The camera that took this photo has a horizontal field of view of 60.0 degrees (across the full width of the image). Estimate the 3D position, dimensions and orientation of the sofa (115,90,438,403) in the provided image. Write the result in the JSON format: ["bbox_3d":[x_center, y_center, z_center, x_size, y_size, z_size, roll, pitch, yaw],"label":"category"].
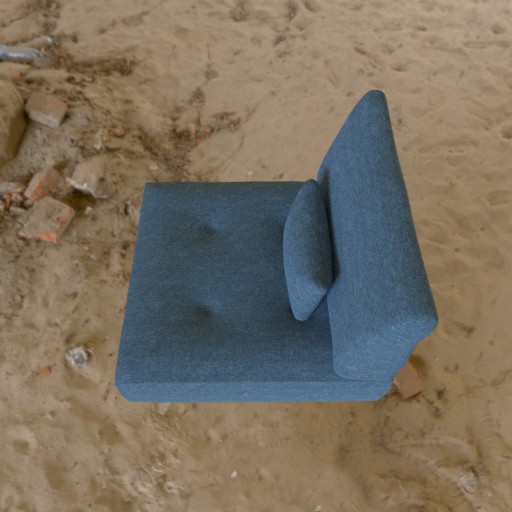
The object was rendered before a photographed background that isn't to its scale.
[{"bbox_3d":[0.000,0.000,1.688,1.000,0.820,0.930,0,59,0],"label":"sofa"}]
